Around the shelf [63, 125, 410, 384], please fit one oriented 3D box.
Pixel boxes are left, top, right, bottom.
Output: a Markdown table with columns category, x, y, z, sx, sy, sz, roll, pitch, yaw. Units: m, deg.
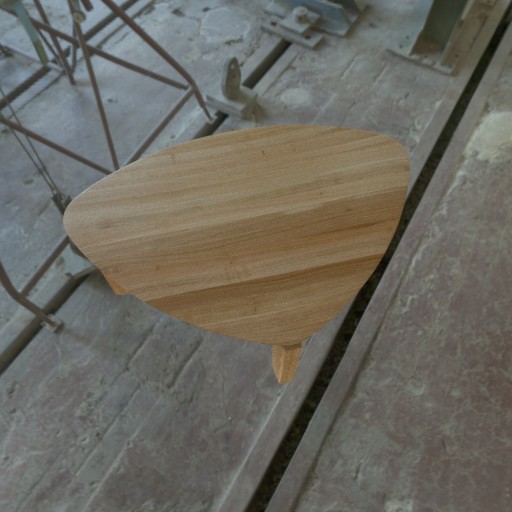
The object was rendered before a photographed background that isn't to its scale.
| category | x | y | z | sx | sy | sz | roll | pitch | yaw |
| --- | --- | --- | --- | --- | --- | --- | --- | --- | --- |
| shelf | 0.000 | 0.000 | 1.663 | 1.240 | 0.439 | 0.863 | -13 | 61 | -7 |
